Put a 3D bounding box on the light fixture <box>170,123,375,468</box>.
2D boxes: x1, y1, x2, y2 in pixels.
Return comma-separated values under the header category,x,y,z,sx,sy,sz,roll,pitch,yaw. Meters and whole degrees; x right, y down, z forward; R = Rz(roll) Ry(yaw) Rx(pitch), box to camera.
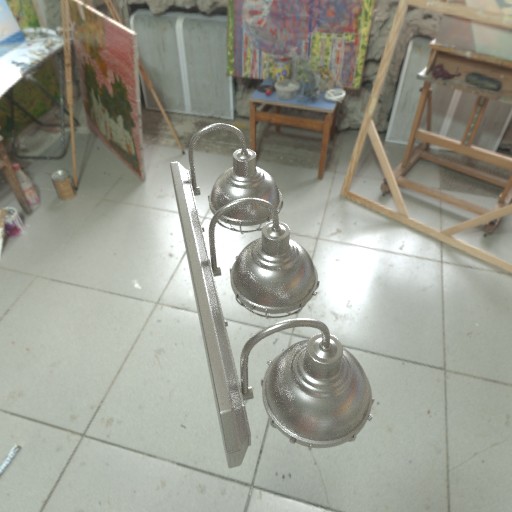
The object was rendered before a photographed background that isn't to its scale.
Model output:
category,x,y,z,sx,sy,sz,roll,pitch,yaw
light fixture,0.000,0.000,0.767,0.229,0.254,0.634,-10,46,-10
